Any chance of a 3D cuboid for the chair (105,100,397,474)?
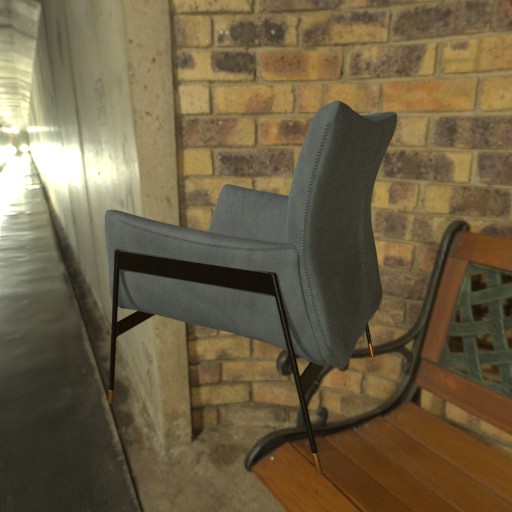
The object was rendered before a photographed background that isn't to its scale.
[{"bbox_3d":[0.000,0.000,1.369,0.709,0.858,0.678,8,18,25],"label":"chair"}]
